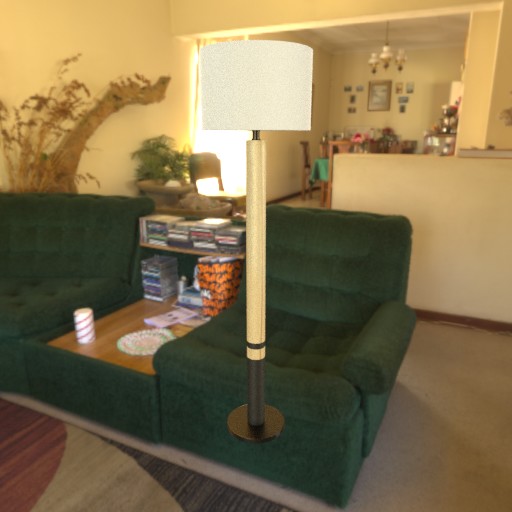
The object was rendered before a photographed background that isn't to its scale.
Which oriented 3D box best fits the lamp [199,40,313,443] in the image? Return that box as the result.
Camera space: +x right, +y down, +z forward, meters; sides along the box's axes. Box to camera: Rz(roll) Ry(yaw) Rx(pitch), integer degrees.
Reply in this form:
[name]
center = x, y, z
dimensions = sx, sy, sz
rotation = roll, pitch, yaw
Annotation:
[lamp]
center = 0.000, 0.000, 1.682
dimensions = 0.381, 1.478, 0.381
rotation = 2, 16, 8
